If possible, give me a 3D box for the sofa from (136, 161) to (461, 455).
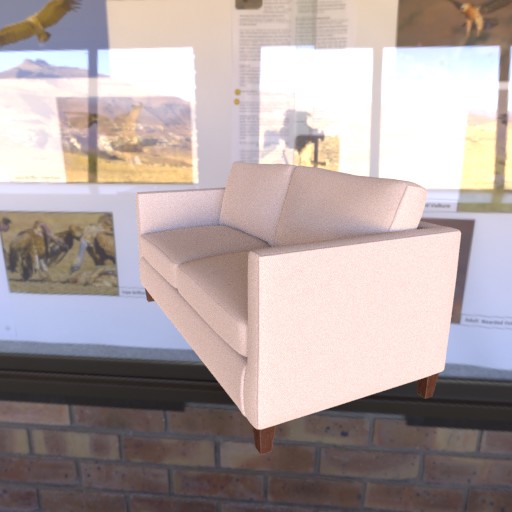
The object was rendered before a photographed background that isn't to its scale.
[{"bbox_3d":[0.000,0.000,2.238,0.873,0.888,1.722,-7,17,-26],"label":"sofa"}]
